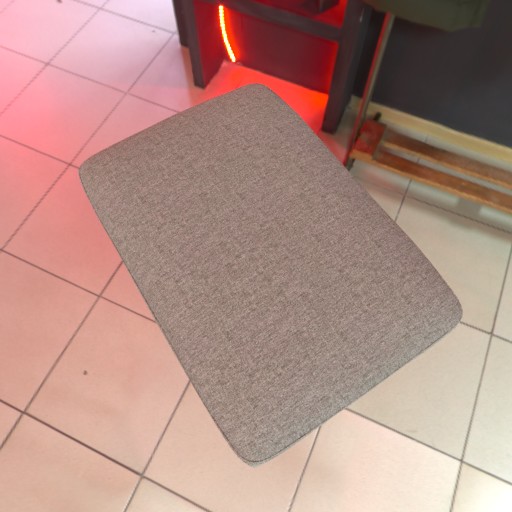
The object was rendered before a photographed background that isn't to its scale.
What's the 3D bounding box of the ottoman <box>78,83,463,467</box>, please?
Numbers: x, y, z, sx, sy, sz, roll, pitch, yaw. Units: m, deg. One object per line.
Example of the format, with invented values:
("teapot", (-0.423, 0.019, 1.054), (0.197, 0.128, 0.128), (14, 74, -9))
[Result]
("ottoman", (0.000, 0.000, 1.324), (0.694, 0.451, 0.977), (-30, 68, -14))
